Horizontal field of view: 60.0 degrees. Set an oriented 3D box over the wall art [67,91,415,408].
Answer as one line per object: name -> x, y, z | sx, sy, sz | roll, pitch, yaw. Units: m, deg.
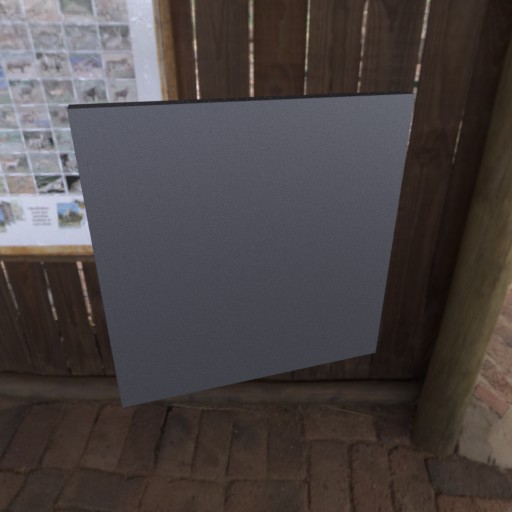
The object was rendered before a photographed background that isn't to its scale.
wall art -> 0.000, 0.000, 0.751 | 0.507, 0.507, 0.038 | -8, 28, -15
